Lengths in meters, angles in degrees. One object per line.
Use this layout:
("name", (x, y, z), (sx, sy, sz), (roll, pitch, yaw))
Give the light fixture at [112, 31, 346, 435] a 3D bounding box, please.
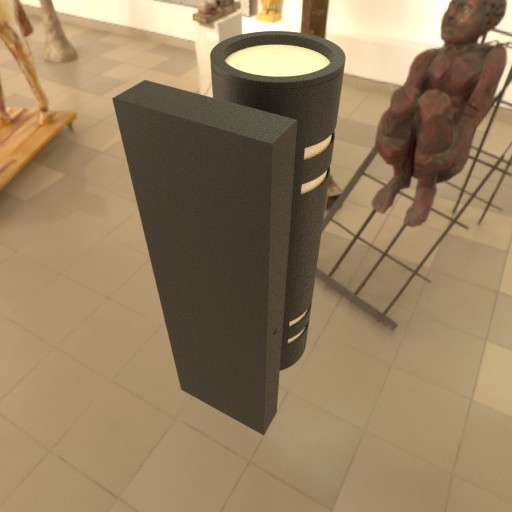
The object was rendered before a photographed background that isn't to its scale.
("light fixture", (0.000, 0.000, 0.395), (0.105, 0.330, 0.149), (22, 49, 20))
